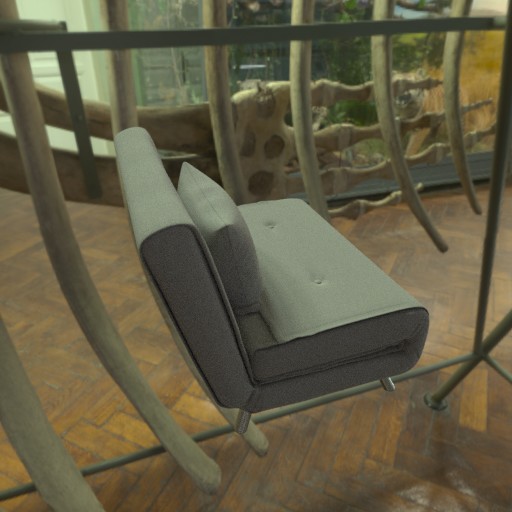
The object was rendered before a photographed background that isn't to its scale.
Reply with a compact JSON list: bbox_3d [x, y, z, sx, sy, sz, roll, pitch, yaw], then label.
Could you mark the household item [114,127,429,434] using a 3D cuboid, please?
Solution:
[{"bbox_3d":[0.000,0.000,1.662,0.874,0.800,1.000,-9,31,-16],"label":"household item"}]
